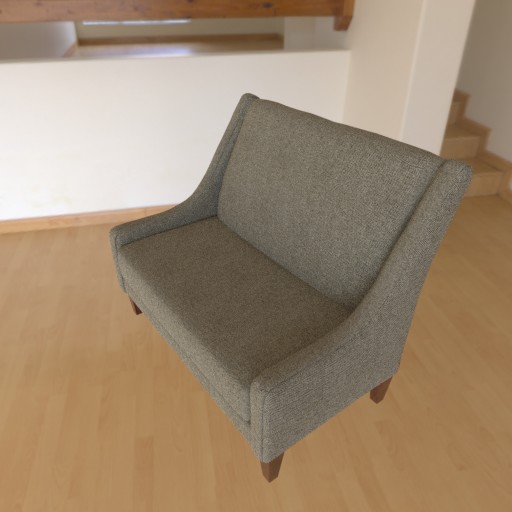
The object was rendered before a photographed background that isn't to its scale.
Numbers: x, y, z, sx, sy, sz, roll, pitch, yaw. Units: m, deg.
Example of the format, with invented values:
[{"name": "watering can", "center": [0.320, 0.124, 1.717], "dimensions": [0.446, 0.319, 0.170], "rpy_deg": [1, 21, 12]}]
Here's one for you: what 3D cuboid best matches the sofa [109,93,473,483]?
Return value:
[{"name": "sofa", "center": [0.000, 0.000, 1.874], "dimensions": [0.870, 1.021, 1.242], "rpy_deg": [-22, 39, -30]}]
